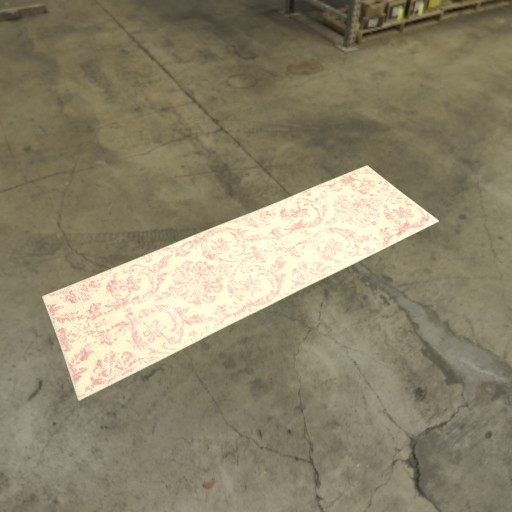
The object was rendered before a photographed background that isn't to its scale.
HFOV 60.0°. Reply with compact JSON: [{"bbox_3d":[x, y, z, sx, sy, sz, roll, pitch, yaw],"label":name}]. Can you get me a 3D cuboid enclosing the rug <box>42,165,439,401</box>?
[{"bbox_3d":[0.000,0.000,2.490,2.196,0.011,0.662,-24,52,-21],"label":"rug"}]
